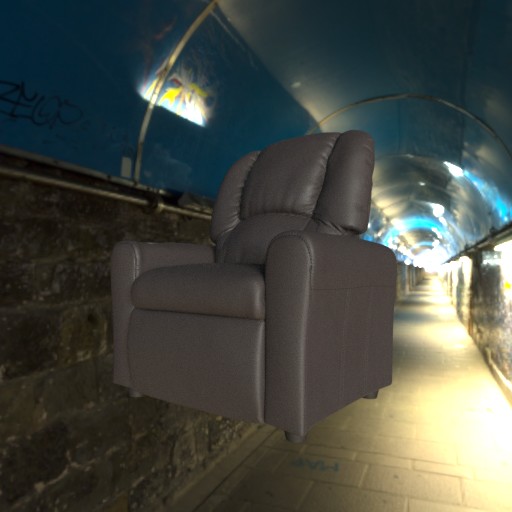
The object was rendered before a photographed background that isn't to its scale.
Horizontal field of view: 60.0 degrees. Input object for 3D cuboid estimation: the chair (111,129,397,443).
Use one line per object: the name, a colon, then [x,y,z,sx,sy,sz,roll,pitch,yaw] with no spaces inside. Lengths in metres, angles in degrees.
chair: [0.000,0.000,1.143,0.610,0.709,0.521,-1,-2,37]
